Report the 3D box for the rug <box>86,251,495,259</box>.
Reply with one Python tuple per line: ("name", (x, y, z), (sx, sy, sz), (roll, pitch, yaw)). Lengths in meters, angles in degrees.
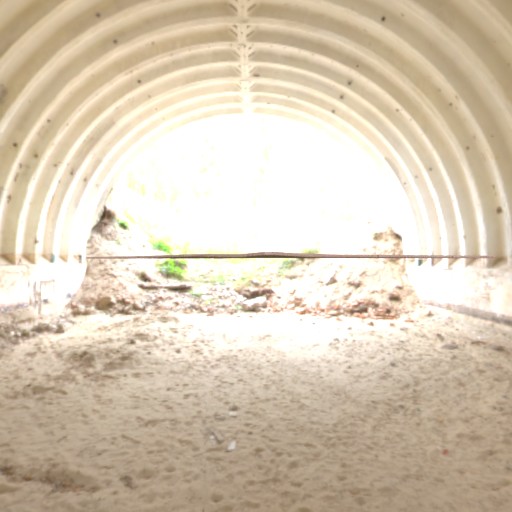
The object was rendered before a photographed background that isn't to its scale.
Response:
("rug", (0.000, 0.000, 2.285), (1.230, 0.025, 1.837), (0, -1, -35))
